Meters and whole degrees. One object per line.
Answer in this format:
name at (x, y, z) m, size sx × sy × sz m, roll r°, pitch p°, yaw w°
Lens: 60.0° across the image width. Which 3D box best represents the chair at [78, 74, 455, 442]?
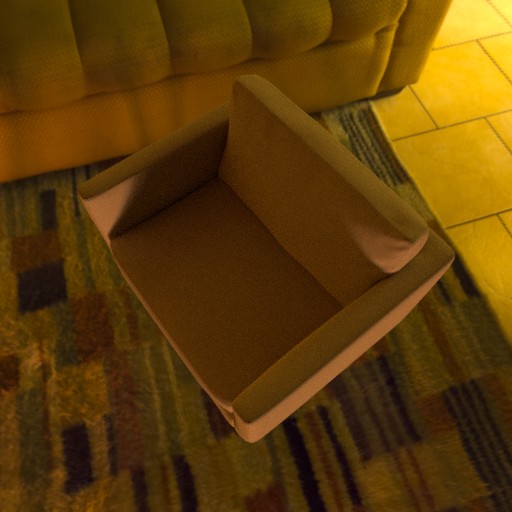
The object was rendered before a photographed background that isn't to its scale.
chair at (0.000, 0.000, 1.833) m, size 0.959 × 0.961 × 1.107 m, roll -35°, pitch 68°, yaw -16°
